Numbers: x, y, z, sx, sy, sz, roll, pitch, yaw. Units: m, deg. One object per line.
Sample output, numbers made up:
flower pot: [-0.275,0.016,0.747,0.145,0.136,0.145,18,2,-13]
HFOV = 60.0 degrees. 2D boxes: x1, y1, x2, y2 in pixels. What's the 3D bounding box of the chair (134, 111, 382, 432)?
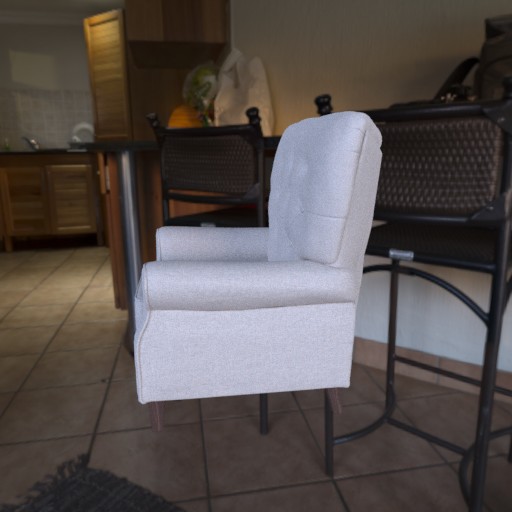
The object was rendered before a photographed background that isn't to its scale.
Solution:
chair: [0.000,0.000,1.975,1.025,1.209,0.942,-2,14,-8]
